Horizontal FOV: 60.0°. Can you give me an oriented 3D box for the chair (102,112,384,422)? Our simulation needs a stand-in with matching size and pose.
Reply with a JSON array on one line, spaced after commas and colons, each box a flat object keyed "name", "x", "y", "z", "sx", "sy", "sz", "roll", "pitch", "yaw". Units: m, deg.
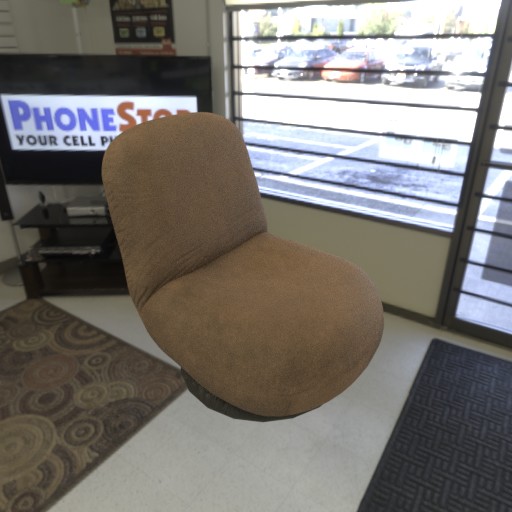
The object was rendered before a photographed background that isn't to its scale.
[{"name": "chair", "x": 0.000, "y": 0.000, "z": 1.036, "sx": 0.597, "sy": 0.594, "sz": 0.521, "roll": 19, "pitch": 32, "yaw": 33}]
